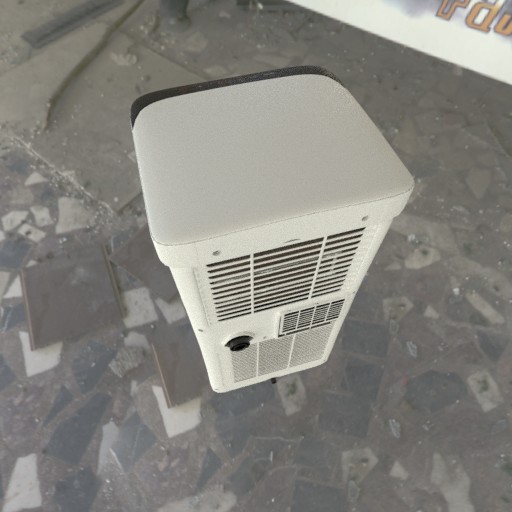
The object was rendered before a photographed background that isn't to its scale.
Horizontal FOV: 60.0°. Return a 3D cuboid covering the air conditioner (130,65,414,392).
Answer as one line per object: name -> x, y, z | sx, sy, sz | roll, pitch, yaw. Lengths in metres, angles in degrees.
air conditioner -> 0.000, 0.000, 0.933 | 0.352, 0.716, 0.369 | -13, 58, -8
